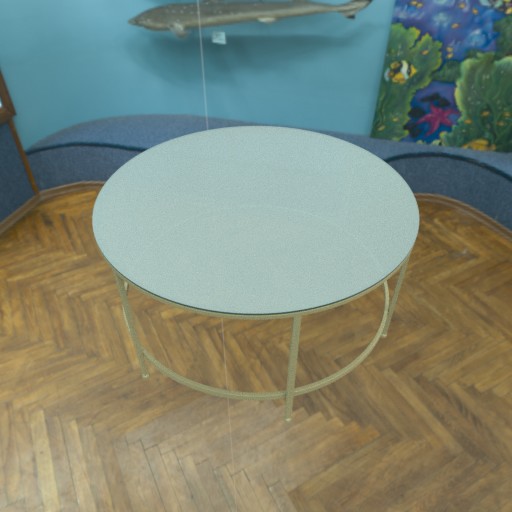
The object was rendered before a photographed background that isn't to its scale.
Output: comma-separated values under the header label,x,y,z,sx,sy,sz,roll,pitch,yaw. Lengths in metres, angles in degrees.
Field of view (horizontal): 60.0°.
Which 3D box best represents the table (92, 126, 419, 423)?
label,x,y,z,sx,sy,sz,roll,pitch,yaw
table,0.000,0.000,1.432,0.914,0.470,0.914,0,41,0
